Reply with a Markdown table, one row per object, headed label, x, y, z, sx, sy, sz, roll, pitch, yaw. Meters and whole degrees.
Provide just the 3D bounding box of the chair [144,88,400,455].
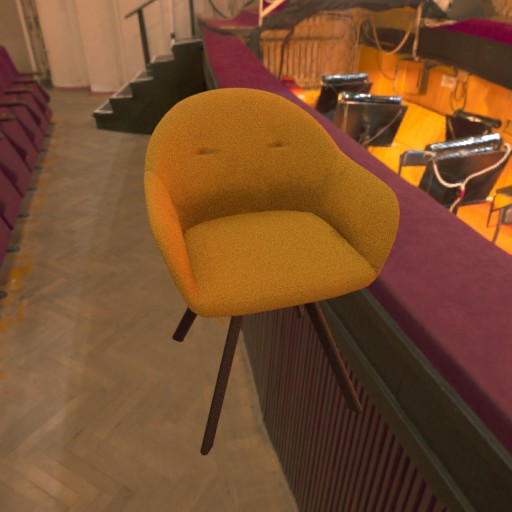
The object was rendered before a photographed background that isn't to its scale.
| label | x | y | z | sx | sy | sz | roll | pitch | yaw |
| --- | --- | --- | --- | --- | --- | --- | --- | --- | --- |
| chair | 0.000 | 0.000 | 1.204 | 0.545 | 0.775 | 0.565 | -9 | 33 | -14 |
